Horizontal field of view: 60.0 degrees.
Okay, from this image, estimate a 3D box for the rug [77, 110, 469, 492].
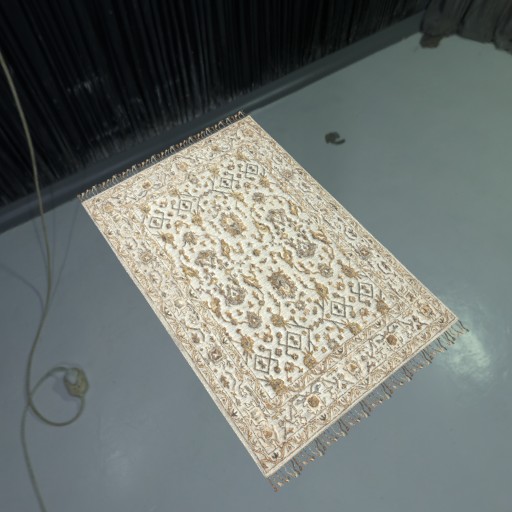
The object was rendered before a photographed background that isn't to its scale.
[{"bbox_3d":[0.000,0.000,3.017,1.529,0.027,2.434,-33,65,-17],"label":"rug"}]
